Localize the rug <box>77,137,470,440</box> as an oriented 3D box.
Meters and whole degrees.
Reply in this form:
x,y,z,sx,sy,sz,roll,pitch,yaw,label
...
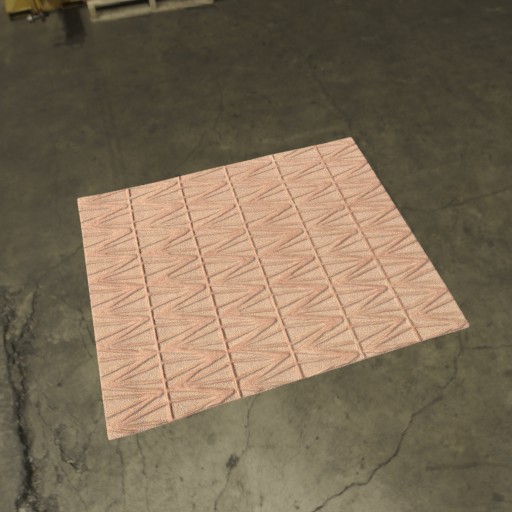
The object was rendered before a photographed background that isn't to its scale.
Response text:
x,y,z,sx,sy,sz,roll,pitch,yaw,label
0.000,0.000,4.136,3.052,0.043,2.453,-15,58,-10,rug
